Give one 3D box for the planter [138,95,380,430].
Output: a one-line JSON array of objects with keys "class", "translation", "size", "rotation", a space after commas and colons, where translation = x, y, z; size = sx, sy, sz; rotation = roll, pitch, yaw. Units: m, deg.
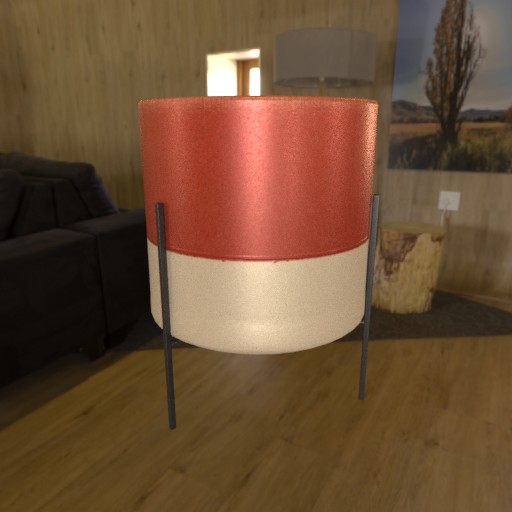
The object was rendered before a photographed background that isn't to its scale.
[{"class": "planter", "translation": [0.000, 0.000, 0.711], "size": [0.354, 0.465, 0.345], "rotation": [-15, 22, -42]}]
